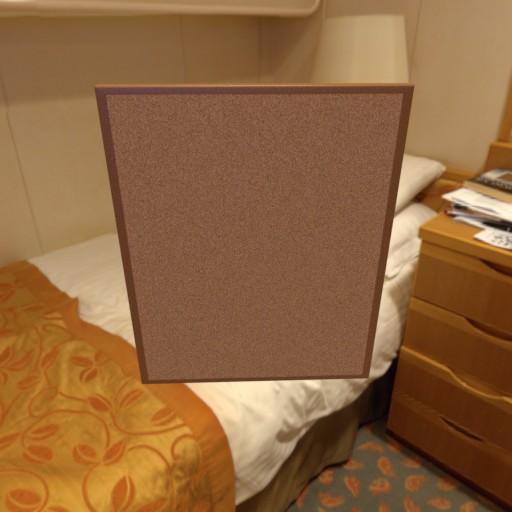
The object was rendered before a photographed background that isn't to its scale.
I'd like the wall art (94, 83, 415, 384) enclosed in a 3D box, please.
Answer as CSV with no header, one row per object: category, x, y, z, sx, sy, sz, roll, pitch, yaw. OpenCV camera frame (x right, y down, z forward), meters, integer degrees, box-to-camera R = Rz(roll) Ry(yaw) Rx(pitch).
wall art,0.000,0.000,0.521,0.310,0.379,0.015,-1,28,-2
